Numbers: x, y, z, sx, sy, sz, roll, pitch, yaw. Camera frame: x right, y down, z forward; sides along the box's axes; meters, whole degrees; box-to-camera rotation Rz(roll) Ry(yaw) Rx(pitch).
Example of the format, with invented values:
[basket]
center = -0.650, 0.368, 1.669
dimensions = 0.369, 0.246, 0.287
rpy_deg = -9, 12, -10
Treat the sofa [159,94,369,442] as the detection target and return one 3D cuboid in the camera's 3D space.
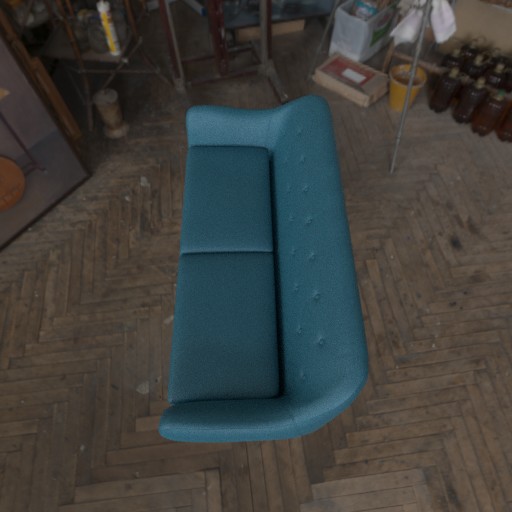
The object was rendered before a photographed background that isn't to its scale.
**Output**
[sofa]
center = 0.000, 0.000, 2.322
dimensions = 0.820, 0.836, 1.840
rpy_deg = -1, 59, -1
